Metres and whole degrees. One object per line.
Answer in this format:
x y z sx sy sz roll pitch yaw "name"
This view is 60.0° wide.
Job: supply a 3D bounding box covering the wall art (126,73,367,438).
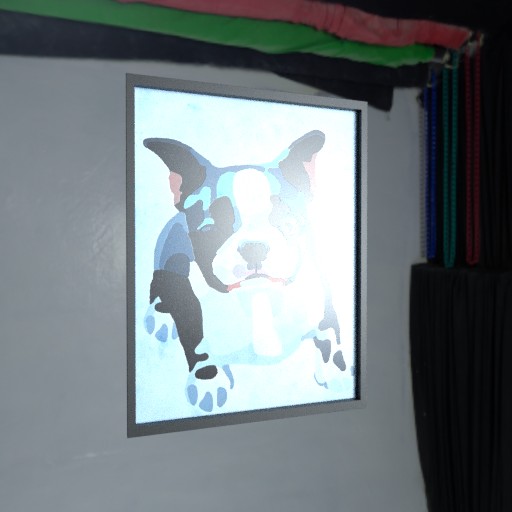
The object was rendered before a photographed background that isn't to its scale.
0.000 0.000 1.379 0.774 1.027 0.030 0 1 -18 "wall art"
